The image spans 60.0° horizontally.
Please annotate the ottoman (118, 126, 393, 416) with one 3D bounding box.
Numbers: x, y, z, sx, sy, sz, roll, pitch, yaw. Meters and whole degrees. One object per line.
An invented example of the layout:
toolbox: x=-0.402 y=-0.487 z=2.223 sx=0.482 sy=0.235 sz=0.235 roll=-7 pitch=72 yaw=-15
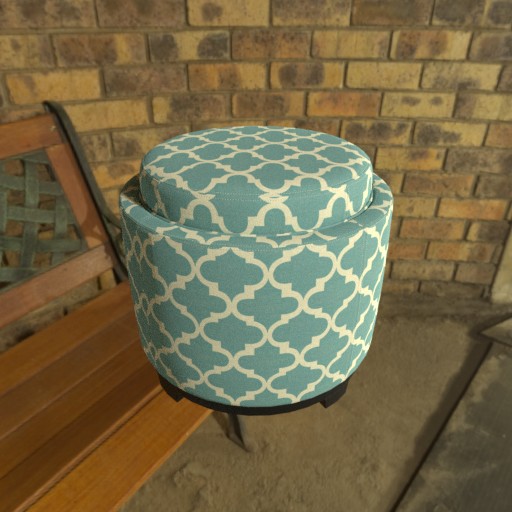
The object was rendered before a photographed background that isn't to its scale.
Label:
ottoman: x=0.000 y=0.000 z=0.857 sx=0.480 sy=0.429 sz=0.480 roll=0 pitch=29 yaw=0
